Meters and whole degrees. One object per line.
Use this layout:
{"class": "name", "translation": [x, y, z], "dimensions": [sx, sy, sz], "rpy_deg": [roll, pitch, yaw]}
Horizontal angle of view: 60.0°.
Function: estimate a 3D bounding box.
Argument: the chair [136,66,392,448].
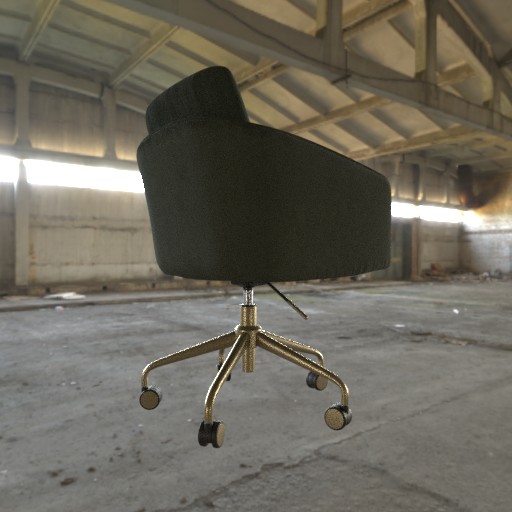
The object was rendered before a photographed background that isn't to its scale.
{"class": "chair", "translation": [0.000, 0.000, 1.354], "dimensions": [0.635, 0.908, 0.641], "rpy_deg": [0, 0, -38]}
